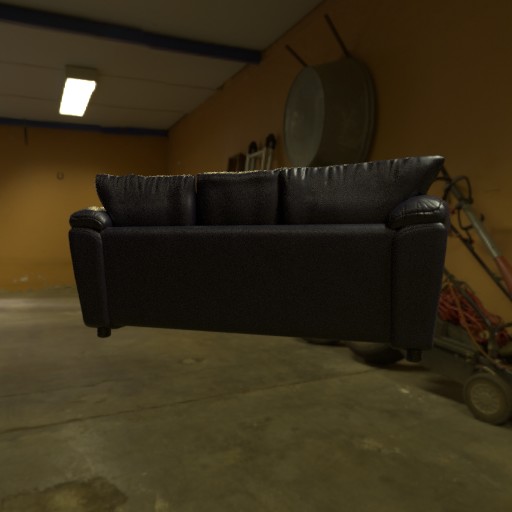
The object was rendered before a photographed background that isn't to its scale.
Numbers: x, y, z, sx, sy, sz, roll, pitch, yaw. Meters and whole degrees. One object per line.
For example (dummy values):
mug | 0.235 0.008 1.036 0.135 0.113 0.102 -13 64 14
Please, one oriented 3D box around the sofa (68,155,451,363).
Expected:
sofa | 0.000 0.000 2.878 2.336 1.073 0.880 1 2 18
